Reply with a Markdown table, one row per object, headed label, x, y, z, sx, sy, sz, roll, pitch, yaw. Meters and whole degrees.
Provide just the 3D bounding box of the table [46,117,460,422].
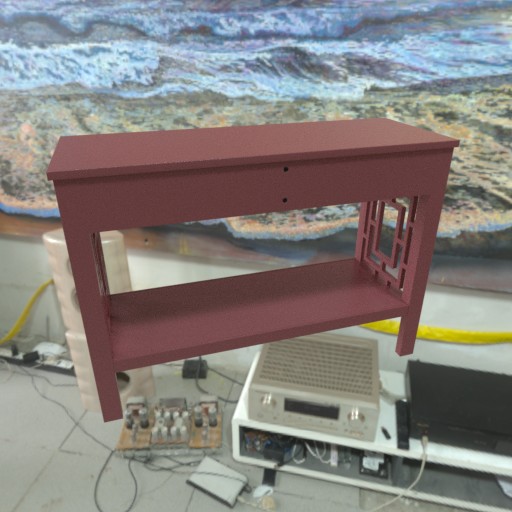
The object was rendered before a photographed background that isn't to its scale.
| label | x | y | z | sx | sy | sz | roll | pitch | yaw |
| --- | --- | --- | --- | --- | --- | --- | --- | --- | --- |
| table | 0.000 | 0.000 | 1.430 | 1.068 | 0.753 | 0.397 | -8 | 28 | -15 |
